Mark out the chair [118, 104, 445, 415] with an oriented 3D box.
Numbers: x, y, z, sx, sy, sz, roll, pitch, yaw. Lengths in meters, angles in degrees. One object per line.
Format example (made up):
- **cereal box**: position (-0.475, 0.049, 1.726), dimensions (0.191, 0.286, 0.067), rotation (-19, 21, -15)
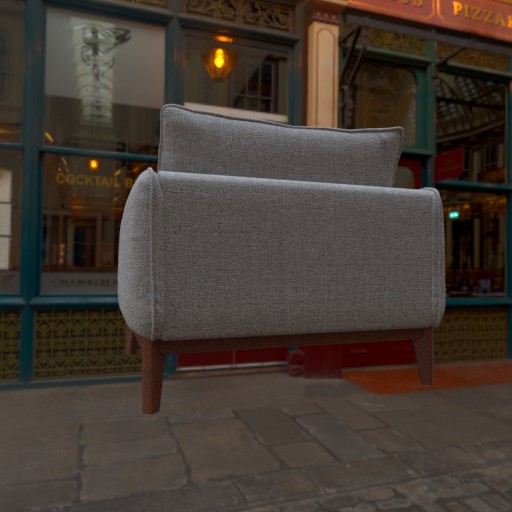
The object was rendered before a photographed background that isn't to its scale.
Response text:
- **chair**: position (0.000, 0.000, 1.683), dimensions (0.993, 0.839, 0.976), rotation (1, -2, -19)
